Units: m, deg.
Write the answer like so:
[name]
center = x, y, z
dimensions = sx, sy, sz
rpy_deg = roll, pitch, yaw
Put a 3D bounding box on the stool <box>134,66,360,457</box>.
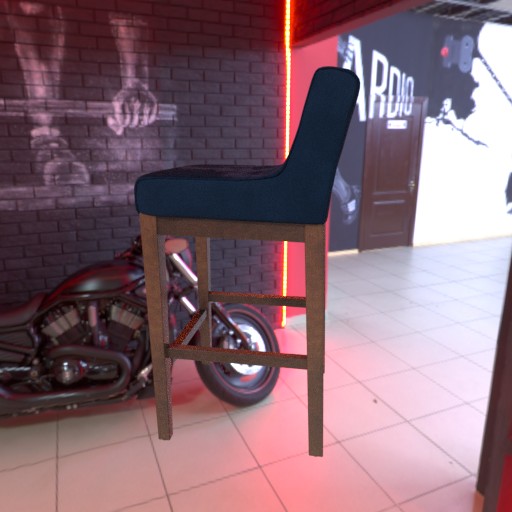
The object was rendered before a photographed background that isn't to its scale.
[stool]
center = 0.000, 0.000, 1.278
dimensions = 0.516, 0.945, 0.511
rpy_deg = 2, 15, 9
